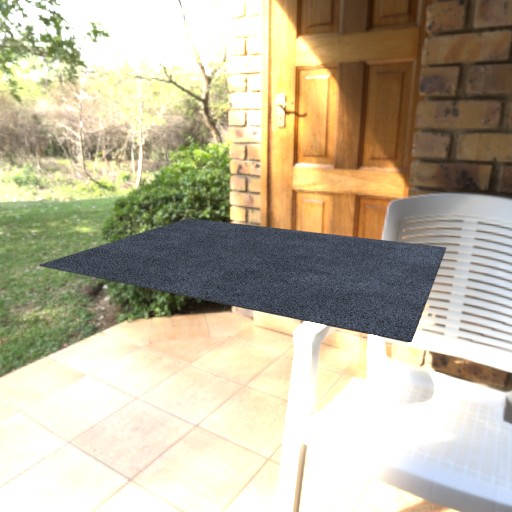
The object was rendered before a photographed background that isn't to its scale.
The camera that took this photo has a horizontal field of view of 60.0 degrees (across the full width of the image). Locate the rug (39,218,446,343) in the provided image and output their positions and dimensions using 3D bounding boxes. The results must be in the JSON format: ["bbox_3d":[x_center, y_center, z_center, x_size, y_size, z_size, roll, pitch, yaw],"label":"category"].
[{"bbox_3d":[0.000,0.000,2.966,2.235,0.008,1.600,8,19,26],"label":"rug"}]
